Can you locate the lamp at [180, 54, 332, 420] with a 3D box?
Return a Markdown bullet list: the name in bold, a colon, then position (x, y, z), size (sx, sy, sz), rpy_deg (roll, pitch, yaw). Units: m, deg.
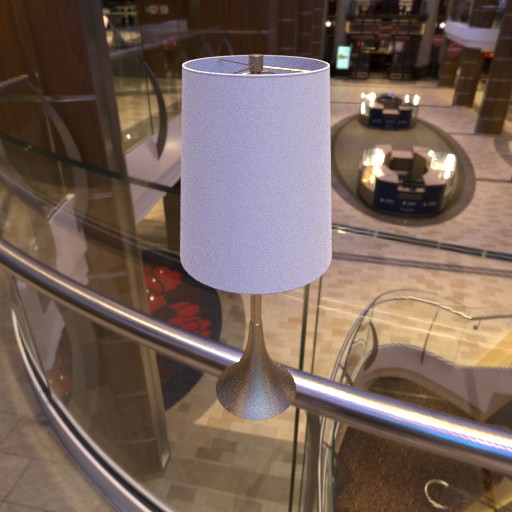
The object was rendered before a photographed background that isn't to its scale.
- **lamp**: position (0.000, 0.000, 0.686), size (0.231, 0.569, 0.231), rpy_deg (0, 30, 0)
